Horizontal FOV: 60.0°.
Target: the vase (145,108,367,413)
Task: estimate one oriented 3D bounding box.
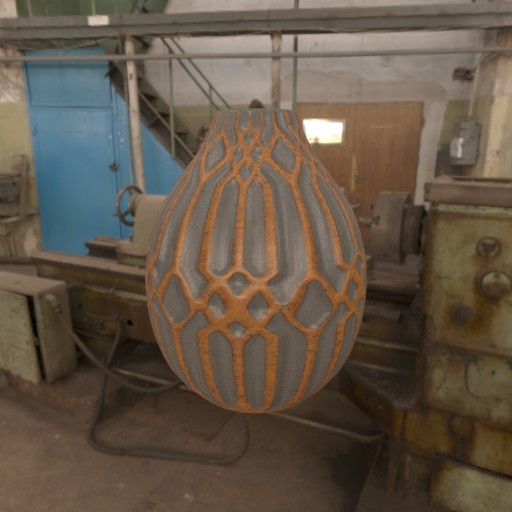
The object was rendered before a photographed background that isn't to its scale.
[{"bbox_3d":[0.000,0.000,0.140,0.069,0.088,0.069,0,15,0],"label":"vase"}]
